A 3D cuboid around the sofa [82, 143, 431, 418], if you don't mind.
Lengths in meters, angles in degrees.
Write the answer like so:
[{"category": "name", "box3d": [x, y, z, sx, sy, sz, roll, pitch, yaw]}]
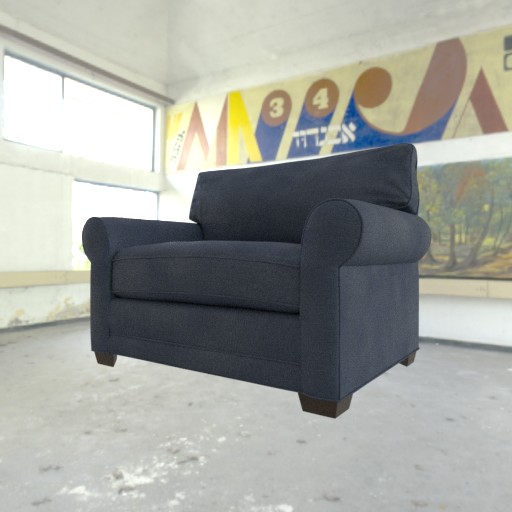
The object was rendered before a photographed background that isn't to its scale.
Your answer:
[{"category": "sofa", "box3d": [0.000, 0.000, 2.069, 1.405, 1.004, 0.938, 0, 1, 35]}]
